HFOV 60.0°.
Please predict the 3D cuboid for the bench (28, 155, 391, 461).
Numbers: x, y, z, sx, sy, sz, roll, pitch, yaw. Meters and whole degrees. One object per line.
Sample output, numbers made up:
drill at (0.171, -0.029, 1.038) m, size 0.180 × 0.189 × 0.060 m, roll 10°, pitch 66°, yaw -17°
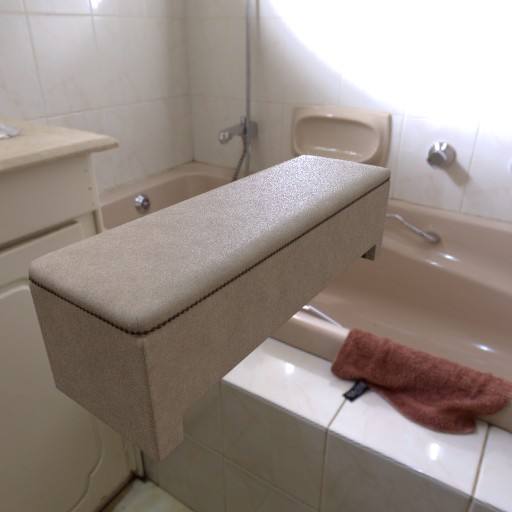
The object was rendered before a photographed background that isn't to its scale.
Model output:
bench at (0.000, 0.000, 1.668) m, size 0.470 × 0.447 × 1.482 m, roll 18°, pitch 32°, yaw 32°
